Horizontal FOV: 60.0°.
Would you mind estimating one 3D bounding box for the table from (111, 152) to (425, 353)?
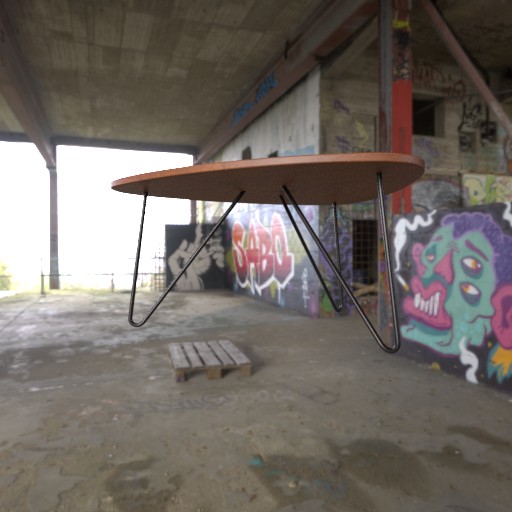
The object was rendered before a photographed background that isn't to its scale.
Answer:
[{"bbox_3d":[0.000,0.000,1.277,0.821,0.413,0.833,0,1,1],"label":"table"}]
